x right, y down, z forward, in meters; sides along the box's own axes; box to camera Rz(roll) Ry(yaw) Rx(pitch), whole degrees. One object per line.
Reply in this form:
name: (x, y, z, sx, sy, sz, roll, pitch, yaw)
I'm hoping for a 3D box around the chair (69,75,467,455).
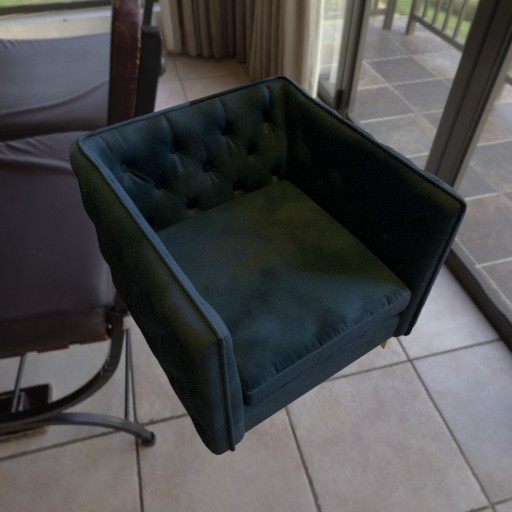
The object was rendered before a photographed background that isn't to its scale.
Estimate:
chair: (0.000, 0.000, 1.518, 0.868, 0.771, 0.877, -26, 52, -22)
